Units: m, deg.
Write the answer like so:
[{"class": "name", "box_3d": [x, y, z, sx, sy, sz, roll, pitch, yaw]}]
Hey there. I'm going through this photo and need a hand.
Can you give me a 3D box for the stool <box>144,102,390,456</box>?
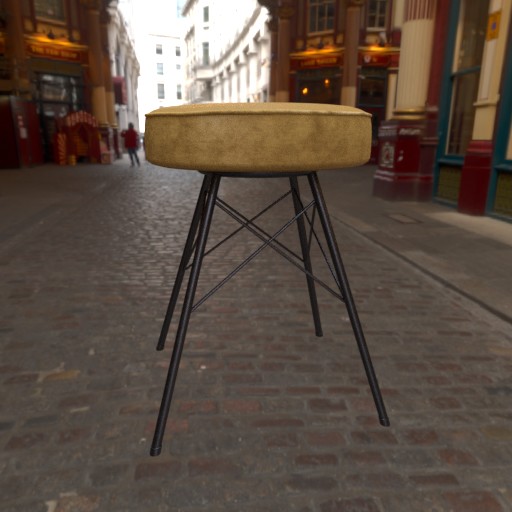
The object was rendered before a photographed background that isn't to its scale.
[{"class": "stool", "box_3d": [0.000, 0.000, 0.930, 0.472, 0.595, 0.438, -2, 16, -8]}]
